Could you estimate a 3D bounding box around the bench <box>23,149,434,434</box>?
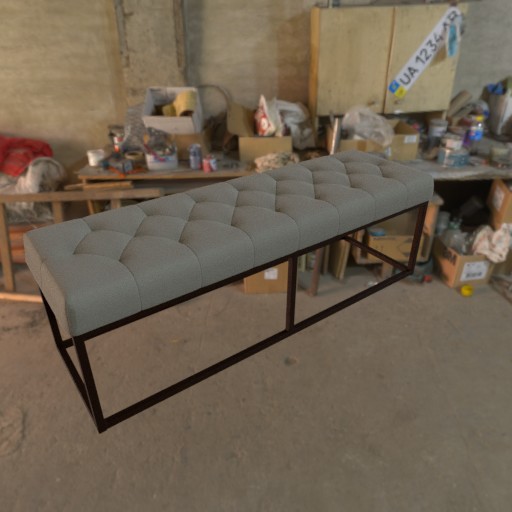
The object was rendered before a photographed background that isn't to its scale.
[{"bbox_3d":[0.000,0.000,1.696,1.488,0.488,0.479,-20,36,-31],"label":"bench"}]
